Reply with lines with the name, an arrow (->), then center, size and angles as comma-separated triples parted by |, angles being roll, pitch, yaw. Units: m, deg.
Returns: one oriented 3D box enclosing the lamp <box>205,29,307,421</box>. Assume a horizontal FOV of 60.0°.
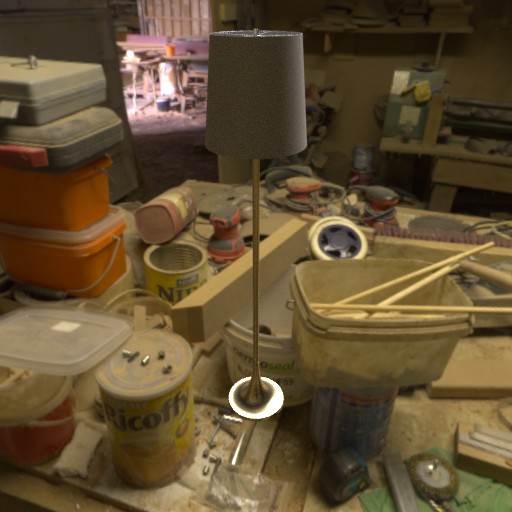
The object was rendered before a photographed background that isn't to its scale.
lamp -> 0.000, 0.000, 1.691 | 0.337, 1.543, 0.337 | 0, 30, 0
